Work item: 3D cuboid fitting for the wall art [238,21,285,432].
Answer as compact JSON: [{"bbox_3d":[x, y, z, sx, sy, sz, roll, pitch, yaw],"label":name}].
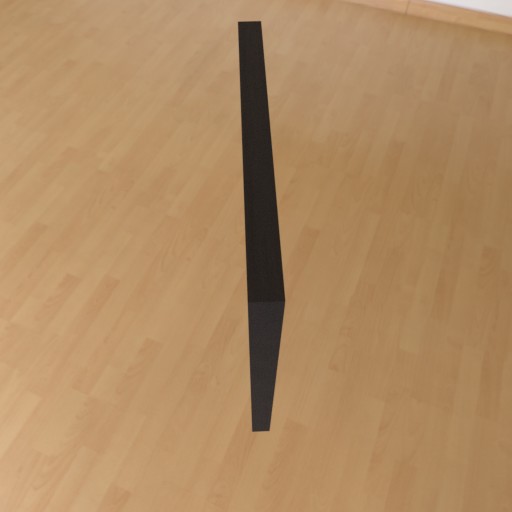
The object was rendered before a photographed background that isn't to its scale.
[{"bbox_3d":[0.000,0.000,0.752,0.034,0.552,0.455,-2,57,-1],"label":"wall art"}]
